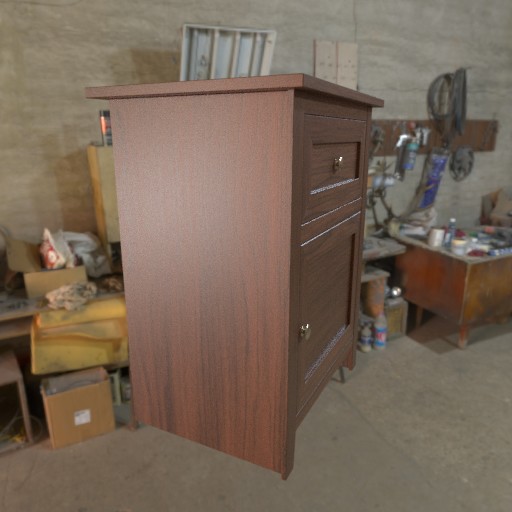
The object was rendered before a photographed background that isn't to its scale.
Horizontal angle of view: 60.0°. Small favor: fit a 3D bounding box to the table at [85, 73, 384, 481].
[{"bbox_3d":[0.000,0.000,0.926,0.381,0.636,0.480,8,17,26],"label":"table"}]
